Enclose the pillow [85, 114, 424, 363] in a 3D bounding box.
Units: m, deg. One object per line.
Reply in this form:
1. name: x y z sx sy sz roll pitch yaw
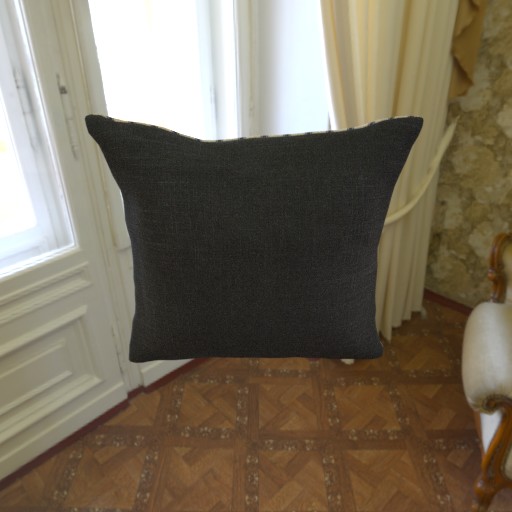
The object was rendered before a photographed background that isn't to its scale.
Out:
1. pillow: 0.000 0.000 0.711 0.468 0.444 0.138 0 29 -1
